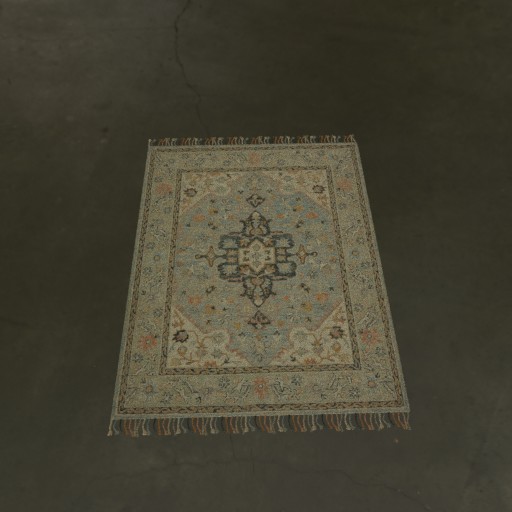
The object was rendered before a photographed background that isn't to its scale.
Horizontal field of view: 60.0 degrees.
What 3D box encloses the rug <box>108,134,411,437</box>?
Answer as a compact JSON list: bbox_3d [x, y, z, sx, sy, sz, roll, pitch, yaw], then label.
[{"bbox_3d":[0.000,0.000,4.269,2.379,0.011,3.221,-1,59,-1],"label":"rug"}]
